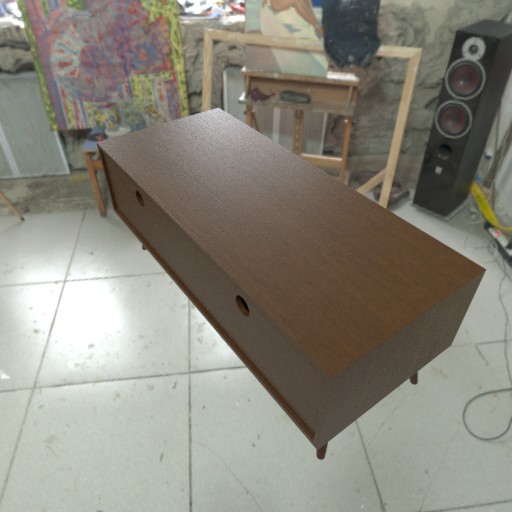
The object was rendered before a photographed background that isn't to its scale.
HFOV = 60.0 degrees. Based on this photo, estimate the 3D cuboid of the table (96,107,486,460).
[{"bbox_3d":[0.000,0.000,1.388,0.490,0.464,1.119,-26,47,-27],"label":"table"}]
